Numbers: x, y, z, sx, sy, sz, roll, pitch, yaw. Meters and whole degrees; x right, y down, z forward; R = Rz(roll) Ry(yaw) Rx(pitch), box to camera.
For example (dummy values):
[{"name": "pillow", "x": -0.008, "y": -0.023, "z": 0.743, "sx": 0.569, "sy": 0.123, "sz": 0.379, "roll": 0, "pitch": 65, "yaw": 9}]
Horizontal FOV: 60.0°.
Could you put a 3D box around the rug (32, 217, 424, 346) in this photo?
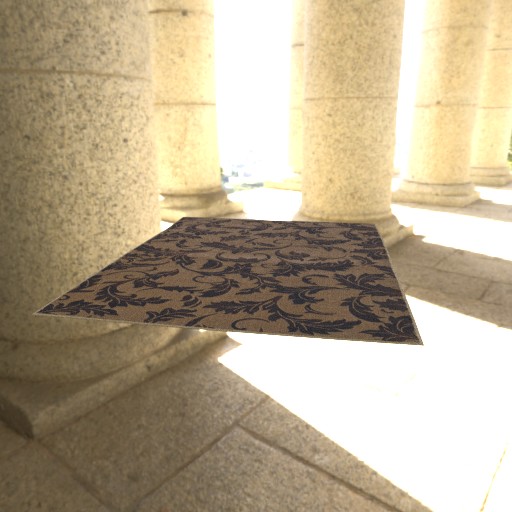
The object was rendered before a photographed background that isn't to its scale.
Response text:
[{"name": "rug", "x": 0.000, "y": 0.000, "z": 3.991, "sx": 2.380, "sy": 0.008, "sz": 2.977, "roll": 3, "pitch": 17, "yaw": 9}]
